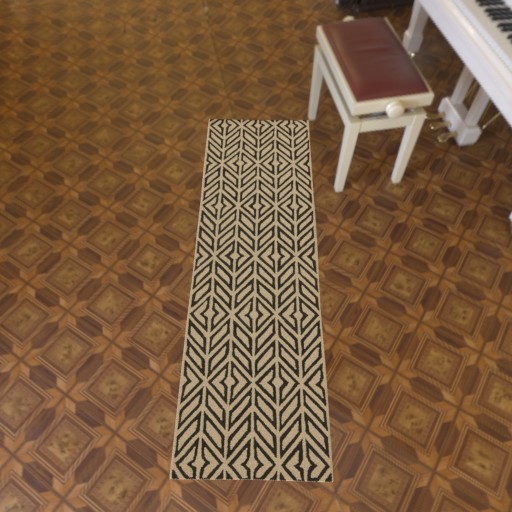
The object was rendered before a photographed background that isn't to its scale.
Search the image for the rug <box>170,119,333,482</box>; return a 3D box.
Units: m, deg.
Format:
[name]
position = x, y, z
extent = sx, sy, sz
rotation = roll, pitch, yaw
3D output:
[rug]
position = 0.000, 0.000, 2.680
extent = 0.750, 0.009, 2.435
rotation = 1, 57, 1
